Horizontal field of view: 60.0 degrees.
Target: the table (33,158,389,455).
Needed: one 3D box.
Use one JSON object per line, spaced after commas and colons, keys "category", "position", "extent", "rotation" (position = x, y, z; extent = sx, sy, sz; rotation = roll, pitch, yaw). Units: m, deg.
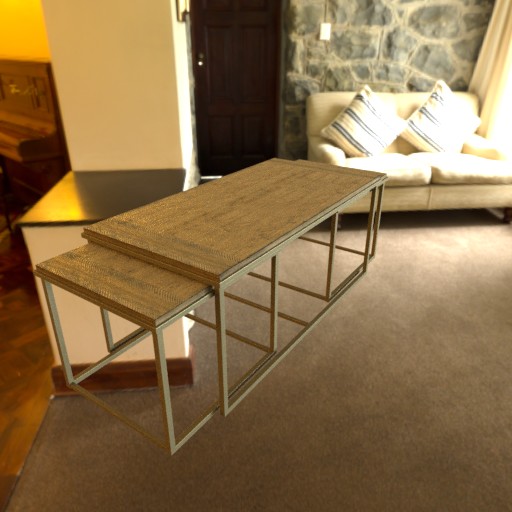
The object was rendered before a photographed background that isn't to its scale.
{"category": "table", "position": [0.000, 0.000, 1.539], "extent": [0.489, 0.427, 1.312], "rotation": [17, 31, 31]}
